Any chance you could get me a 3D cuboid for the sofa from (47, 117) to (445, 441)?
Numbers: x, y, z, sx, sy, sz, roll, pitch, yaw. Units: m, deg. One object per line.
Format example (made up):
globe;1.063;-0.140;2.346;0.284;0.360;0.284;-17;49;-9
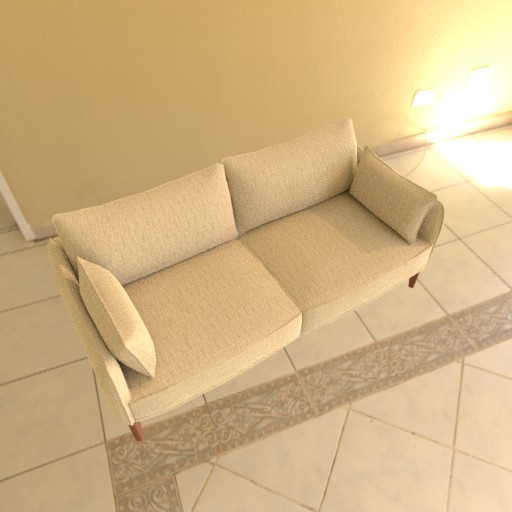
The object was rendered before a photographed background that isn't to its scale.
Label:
sofa;0.000;0.000;2.472;1.989;0.860;0.991;-24;51;-21
